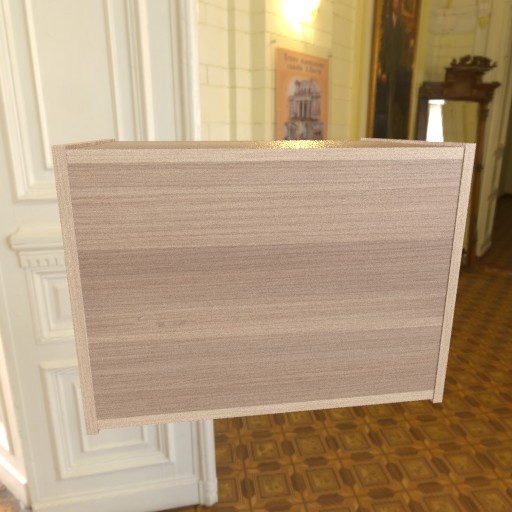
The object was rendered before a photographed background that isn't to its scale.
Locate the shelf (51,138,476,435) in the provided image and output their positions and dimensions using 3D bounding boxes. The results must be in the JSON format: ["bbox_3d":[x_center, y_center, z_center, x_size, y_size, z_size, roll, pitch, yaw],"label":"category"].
[{"bbox_3d":[0.000,0.000,0.605,0.415,0.305,0.290,-2,16,-8],"label":"shelf"}]
